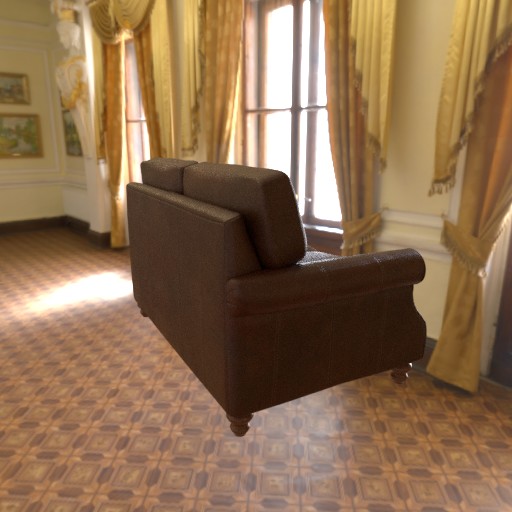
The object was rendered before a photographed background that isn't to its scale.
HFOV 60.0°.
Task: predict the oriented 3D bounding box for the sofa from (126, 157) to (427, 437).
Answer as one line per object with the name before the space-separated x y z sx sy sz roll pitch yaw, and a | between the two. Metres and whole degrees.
sofa | 0.000 0.000 2.298 0.990 0.976 1.616 -8 16 -27
